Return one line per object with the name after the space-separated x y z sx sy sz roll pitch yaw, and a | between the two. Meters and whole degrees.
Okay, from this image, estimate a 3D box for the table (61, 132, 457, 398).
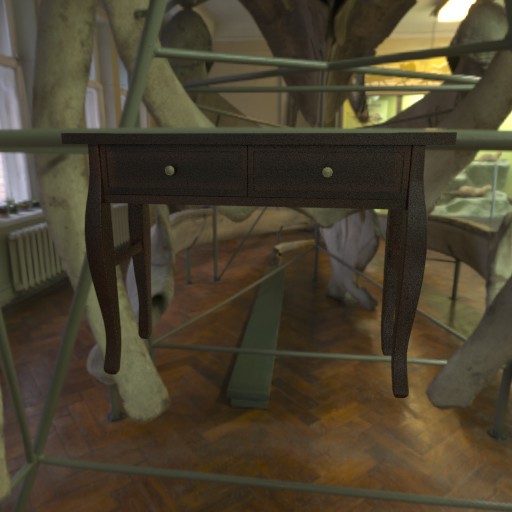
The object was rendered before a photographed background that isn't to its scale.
0.000 0.000 1.442 1.062 0.768 0.373 2 15 8 | table
